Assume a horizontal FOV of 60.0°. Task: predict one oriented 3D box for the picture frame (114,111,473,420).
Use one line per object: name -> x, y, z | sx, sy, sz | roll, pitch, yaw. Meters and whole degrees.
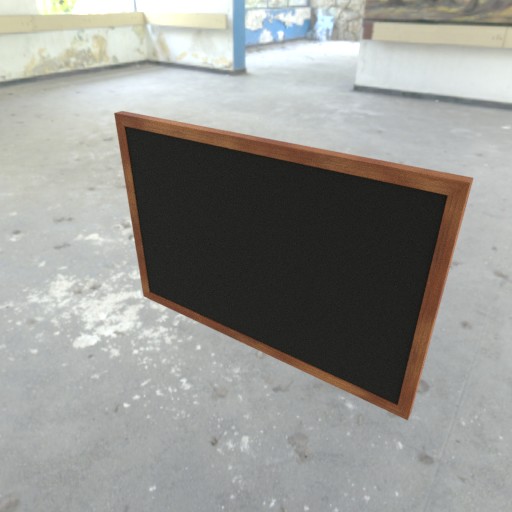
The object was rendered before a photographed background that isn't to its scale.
picture frame -> 0.000, 0.000, 1.201 | 0.950, 0.640, 0.029 | 19, 36, 29
